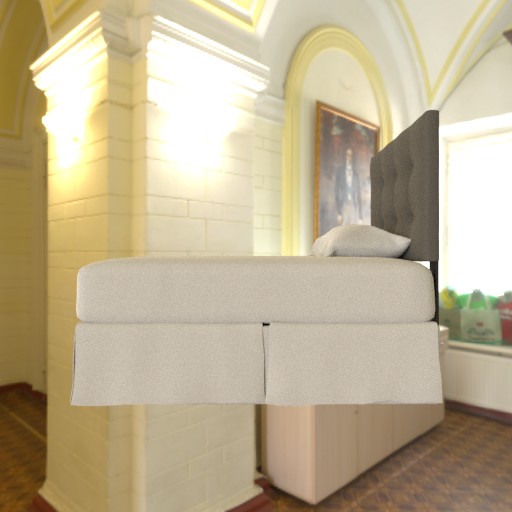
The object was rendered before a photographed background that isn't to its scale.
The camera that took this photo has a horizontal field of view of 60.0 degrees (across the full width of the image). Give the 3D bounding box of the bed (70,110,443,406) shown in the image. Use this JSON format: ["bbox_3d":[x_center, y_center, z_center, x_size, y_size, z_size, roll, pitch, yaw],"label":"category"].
[{"bbox_3d":[0.000,0.000,2.922,1.997,1.571,1.261,0,0,0],"label":"bed"}]
